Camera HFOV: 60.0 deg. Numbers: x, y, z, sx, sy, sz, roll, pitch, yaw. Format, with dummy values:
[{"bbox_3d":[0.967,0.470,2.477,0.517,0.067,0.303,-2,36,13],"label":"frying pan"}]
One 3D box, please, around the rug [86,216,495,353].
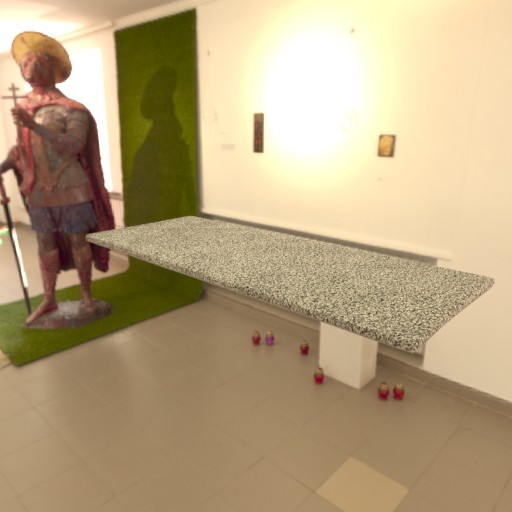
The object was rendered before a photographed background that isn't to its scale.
[{"bbox_3d":[0.000,0.000,1.696,1.524,0.030,0.609,15,22,41],"label":"rug"}]
